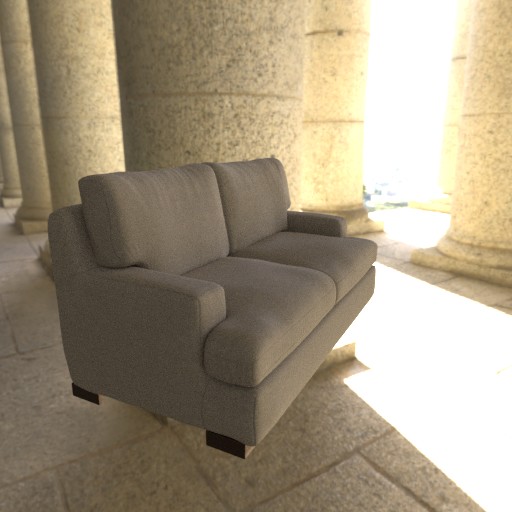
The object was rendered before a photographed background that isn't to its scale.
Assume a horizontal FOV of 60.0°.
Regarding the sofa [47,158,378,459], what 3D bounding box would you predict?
[{"bbox_3d":[0.000,0.000,2.408,0.962,0.980,1.855,8,17,27],"label":"sofa"}]
